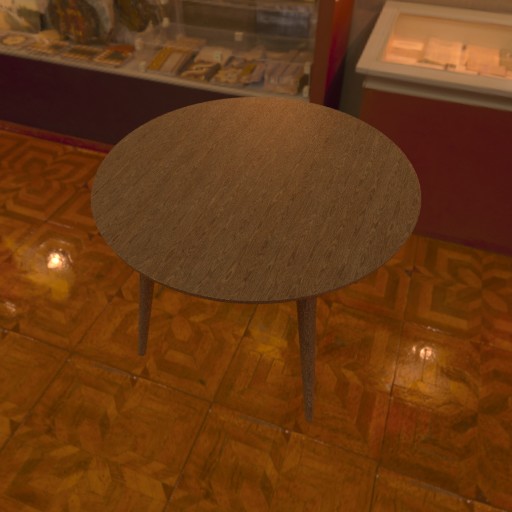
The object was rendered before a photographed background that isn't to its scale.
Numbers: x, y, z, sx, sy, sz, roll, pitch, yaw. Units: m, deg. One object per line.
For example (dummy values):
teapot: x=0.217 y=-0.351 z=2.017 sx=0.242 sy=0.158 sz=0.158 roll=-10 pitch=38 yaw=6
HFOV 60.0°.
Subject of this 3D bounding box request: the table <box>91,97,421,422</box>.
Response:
table: x=0.000 y=0.000 z=1.742 sx=1.053 sy=0.786 sz=1.053 roll=0 pitch=46 yaw=0
